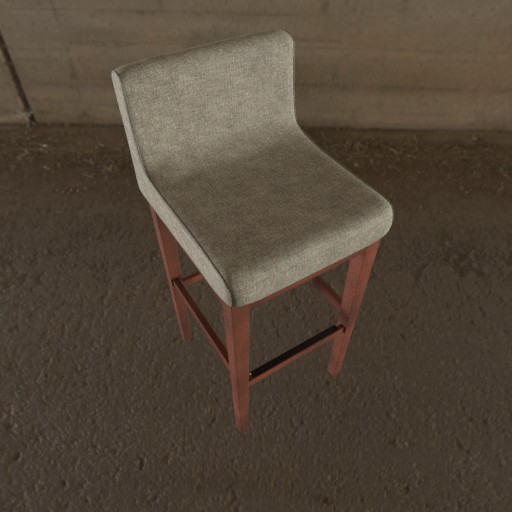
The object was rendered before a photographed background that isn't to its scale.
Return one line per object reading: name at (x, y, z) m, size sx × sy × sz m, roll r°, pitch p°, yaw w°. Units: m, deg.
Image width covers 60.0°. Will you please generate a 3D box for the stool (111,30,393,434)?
stool at (0.000, 0.000, 1.193) m, size 0.426 × 0.965 × 0.499 m, roll -24°, pitch 51°, yaw -21°
